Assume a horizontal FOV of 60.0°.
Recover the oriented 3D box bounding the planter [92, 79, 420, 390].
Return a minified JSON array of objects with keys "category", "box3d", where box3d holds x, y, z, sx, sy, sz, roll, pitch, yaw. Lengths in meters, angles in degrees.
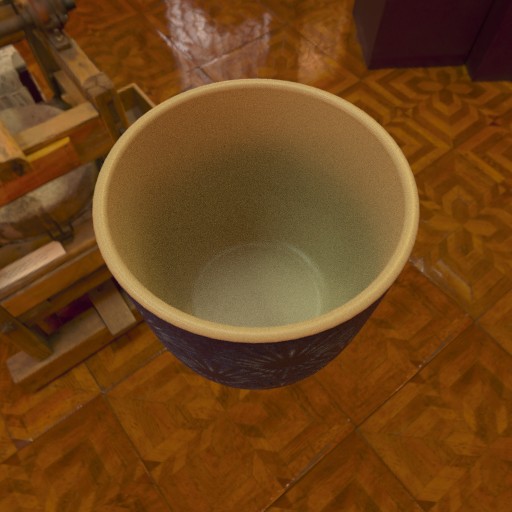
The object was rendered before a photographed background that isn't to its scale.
[{"category":"planter","box3d":[0.000,0.000,0.216,0.124,0.109,0.124,0,60,0]}]
